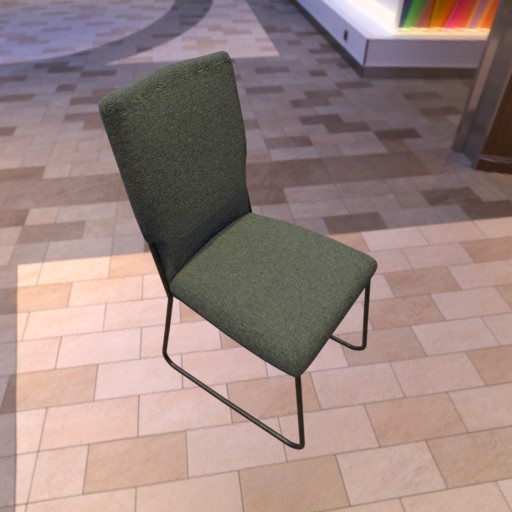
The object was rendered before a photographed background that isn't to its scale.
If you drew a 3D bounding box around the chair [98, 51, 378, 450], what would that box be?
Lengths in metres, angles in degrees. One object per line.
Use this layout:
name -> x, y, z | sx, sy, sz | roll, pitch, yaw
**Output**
chair -> 0.000, 0.000, 1.265 | 0.635, 0.931, 0.480 | 25, 47, 25
